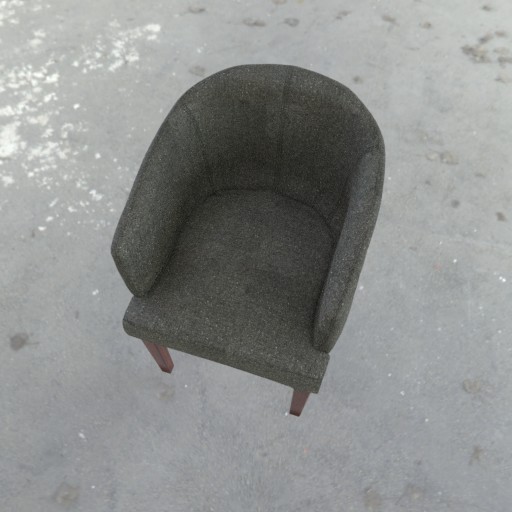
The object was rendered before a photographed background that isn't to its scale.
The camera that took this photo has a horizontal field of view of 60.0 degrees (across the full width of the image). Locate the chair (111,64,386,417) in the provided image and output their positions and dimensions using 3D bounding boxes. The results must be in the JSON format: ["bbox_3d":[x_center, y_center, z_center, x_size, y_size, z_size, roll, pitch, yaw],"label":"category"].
[{"bbox_3d":[0.000,0.000,1.272,0.583,0.811,0.655,15,59,9],"label":"chair"}]
